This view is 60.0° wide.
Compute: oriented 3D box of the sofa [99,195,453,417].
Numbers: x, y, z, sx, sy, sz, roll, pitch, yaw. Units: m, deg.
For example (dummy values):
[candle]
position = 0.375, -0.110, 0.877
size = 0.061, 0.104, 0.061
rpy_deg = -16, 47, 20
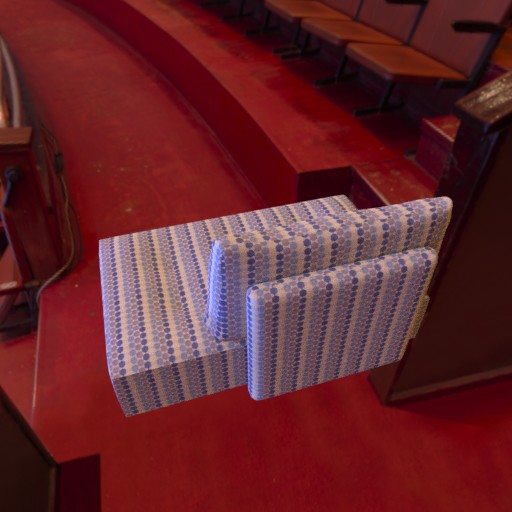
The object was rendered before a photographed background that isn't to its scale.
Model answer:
[sofa]
position = 0.000, 0.000, 2.072
size = 1.450, 0.820, 1.000
rpy_deg = -12, 43, -13
